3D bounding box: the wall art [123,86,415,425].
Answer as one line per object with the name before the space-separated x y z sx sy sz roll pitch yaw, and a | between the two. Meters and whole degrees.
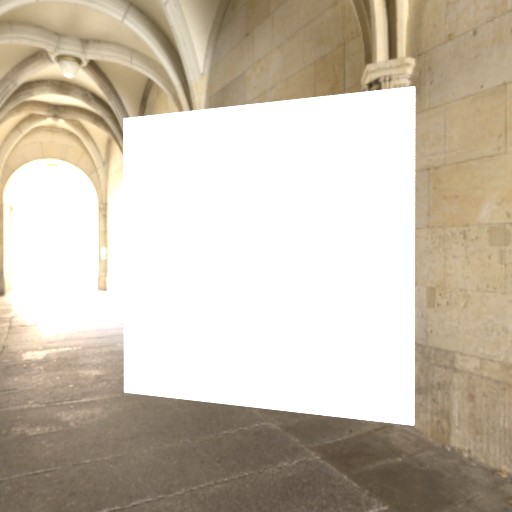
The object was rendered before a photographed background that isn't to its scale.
wall art | 0.000 0.000 1.132 0.762 0.762 0.040 0 0 18
